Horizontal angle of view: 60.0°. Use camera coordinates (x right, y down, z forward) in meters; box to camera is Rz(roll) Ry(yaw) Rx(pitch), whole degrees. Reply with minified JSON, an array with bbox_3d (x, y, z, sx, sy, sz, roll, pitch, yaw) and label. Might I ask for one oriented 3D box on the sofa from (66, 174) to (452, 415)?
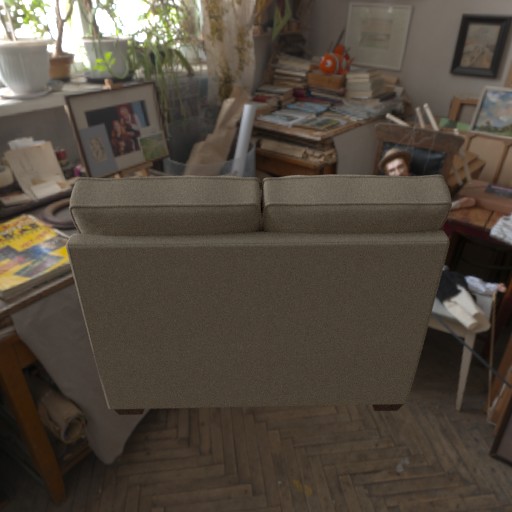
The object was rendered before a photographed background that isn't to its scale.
[{"bbox_3d":[0.000,0.000,1.969,1.237,1.008,0.951,-1,31,-1],"label":"sofa"}]
